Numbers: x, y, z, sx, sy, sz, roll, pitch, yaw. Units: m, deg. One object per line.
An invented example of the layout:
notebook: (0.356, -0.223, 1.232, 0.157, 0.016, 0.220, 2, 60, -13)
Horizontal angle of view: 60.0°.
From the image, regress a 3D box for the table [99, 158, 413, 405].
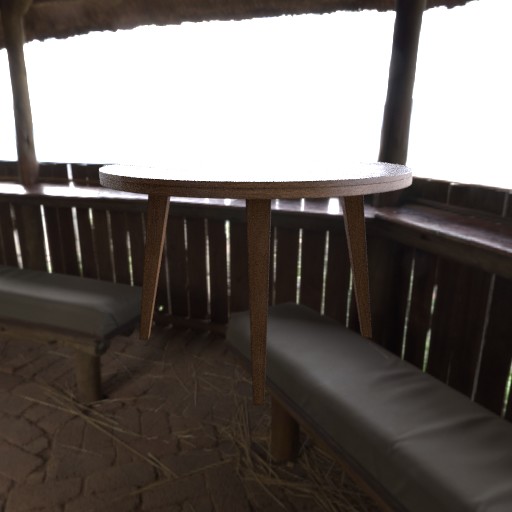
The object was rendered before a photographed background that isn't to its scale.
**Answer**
table: (0.000, 0.000, 1.910, 1.213, 0.764, 1.213, 0, 16, 0)
